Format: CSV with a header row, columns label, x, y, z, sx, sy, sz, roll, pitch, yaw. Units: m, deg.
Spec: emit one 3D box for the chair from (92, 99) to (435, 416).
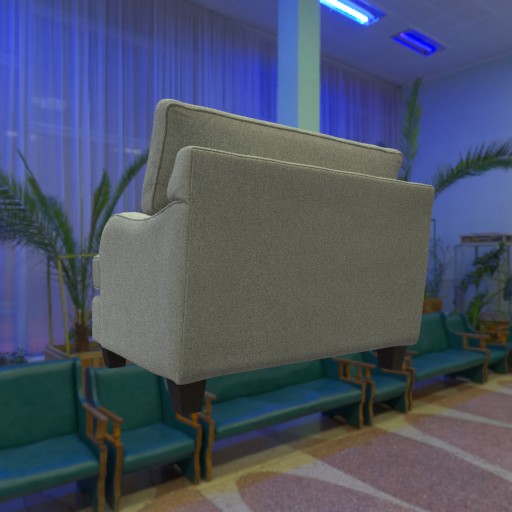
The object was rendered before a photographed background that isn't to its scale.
label,x,y,z,sx,sy,sz,roll,pitch,yaw
chair,0.000,0.000,2.005,1.220,1.016,1.041,1,-1,-35
